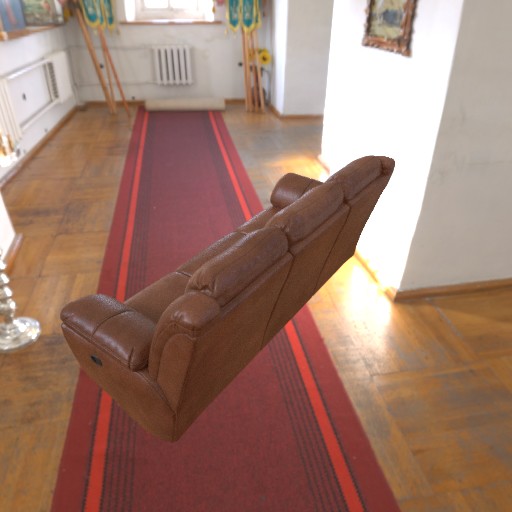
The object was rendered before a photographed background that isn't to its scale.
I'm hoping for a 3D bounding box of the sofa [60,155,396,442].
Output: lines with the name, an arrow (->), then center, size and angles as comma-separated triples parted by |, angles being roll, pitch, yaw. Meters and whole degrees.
sofa -> 0.000, 0.000, 2.917 | 0.991, 1.043, 2.337 | 20, 38, 29
